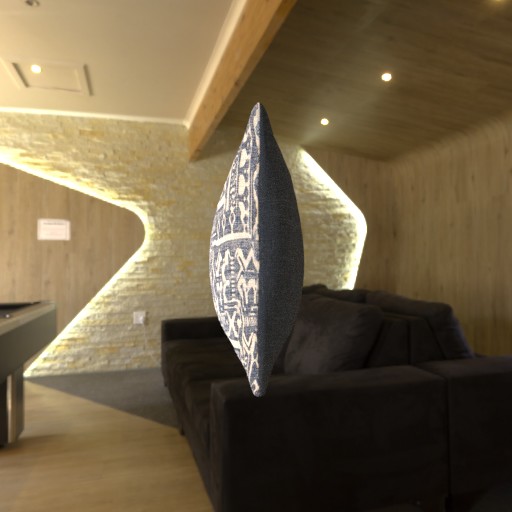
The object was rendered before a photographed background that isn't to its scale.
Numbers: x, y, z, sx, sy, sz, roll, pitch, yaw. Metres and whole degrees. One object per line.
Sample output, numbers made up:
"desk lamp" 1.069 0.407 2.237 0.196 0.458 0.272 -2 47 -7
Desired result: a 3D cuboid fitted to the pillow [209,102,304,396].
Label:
"pillow" 0.000 0.000 0.746 0.148 0.292 0.631 0 -2 0
